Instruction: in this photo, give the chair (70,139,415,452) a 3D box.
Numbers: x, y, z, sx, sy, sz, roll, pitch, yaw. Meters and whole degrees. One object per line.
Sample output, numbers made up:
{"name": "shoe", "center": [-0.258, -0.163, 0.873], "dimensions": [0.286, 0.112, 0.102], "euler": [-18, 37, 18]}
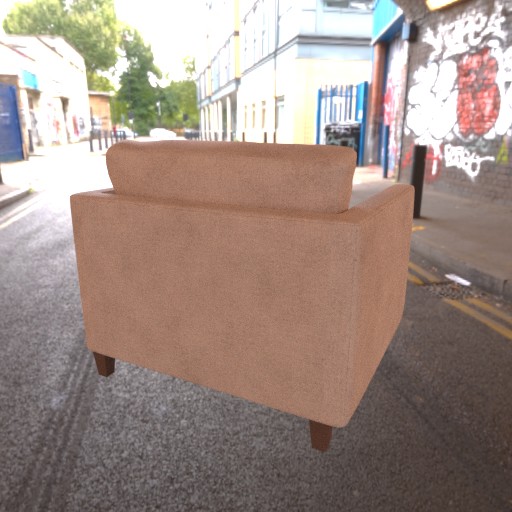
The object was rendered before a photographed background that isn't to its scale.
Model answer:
{"name": "chair", "center": [0.000, 0.000, 1.877], "dimensions": [1.133, 0.961, 0.959], "euler": [8, 18, 27]}
